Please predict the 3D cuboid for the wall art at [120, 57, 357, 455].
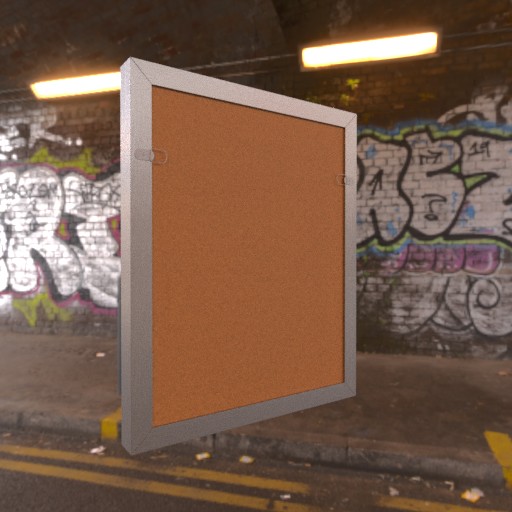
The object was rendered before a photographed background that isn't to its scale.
[{"bbox_3d":[0.000,0.000,0.520,0.308,0.379,0.030,0,1,-35],"label":"wall art"}]
